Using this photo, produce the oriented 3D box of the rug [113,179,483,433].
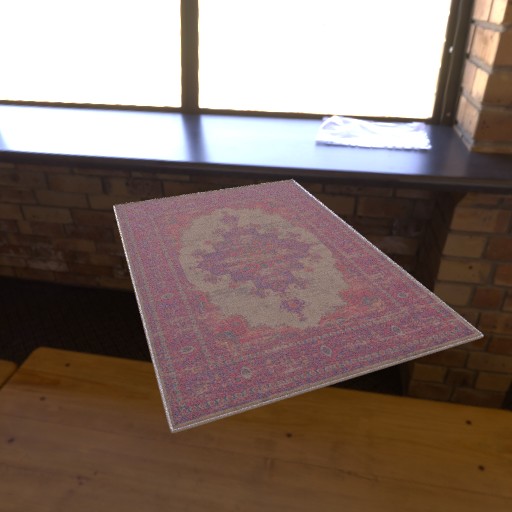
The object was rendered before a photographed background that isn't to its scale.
[{"bbox_3d":[0.000,0.000,3.651,2.005,0.014,2.878,-11,33,-18],"label":"rug"}]
